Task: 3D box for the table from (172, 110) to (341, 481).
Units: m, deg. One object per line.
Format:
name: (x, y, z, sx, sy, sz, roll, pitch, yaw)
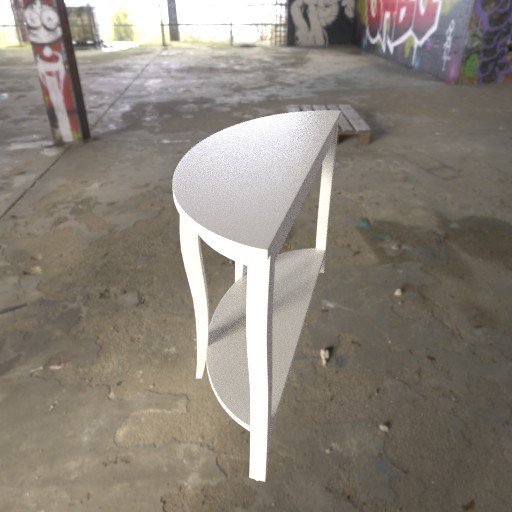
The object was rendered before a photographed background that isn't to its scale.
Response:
table: (0.000, 0.000, 1.588, 0.394, 0.780, 1.219, 8, 31, 14)
